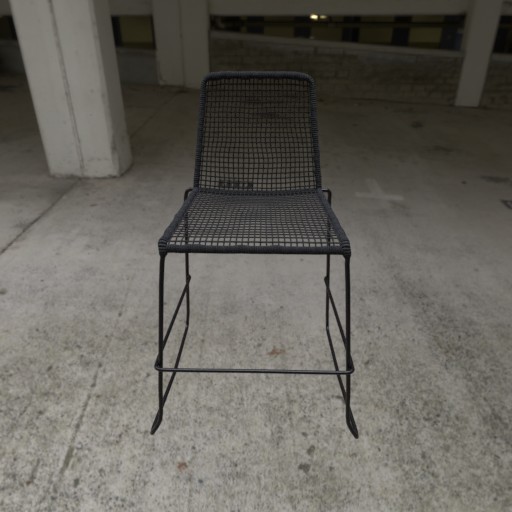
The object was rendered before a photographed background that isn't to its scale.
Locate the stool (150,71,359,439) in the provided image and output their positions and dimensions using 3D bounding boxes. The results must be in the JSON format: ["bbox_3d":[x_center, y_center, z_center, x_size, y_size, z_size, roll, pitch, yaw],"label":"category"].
[{"bbox_3d":[0.000,0.000,1.239,0.590,0.905,0.509,1,29,1],"label":"stool"}]
